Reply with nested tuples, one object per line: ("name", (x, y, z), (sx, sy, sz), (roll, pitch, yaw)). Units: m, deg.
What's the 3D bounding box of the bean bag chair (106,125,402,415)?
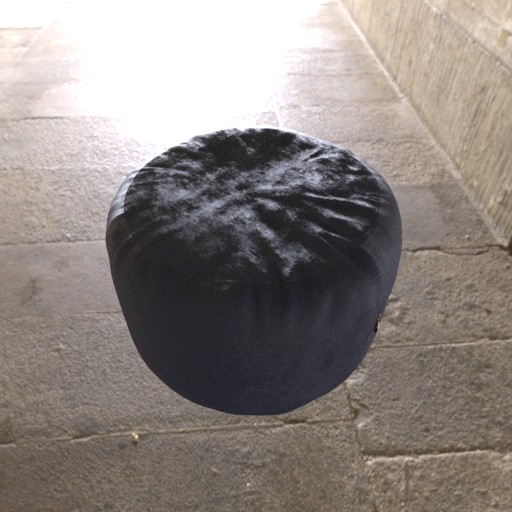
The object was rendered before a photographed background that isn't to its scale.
("bean bag chair", (0.000, 0.000, 1.968), (1.219, 0.762, 1.219), (0, 44, 0))
